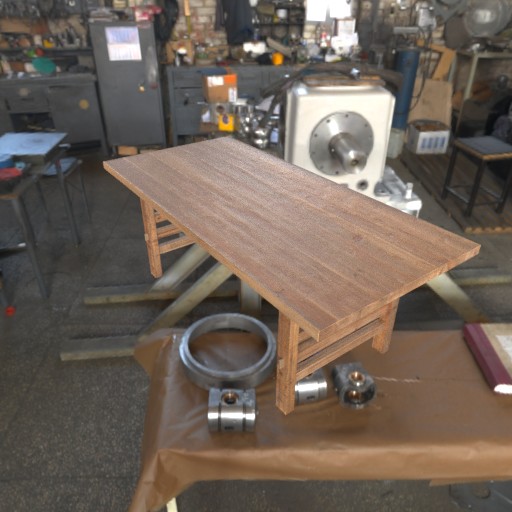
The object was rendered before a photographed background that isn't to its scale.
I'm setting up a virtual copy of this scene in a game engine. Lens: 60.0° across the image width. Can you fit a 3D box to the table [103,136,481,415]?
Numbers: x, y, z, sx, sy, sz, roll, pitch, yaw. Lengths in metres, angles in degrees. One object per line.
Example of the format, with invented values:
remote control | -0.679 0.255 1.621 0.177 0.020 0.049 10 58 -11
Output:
table | 0.000 0.000 2.566 0.952 0.760 2.003 -21 37 -30
